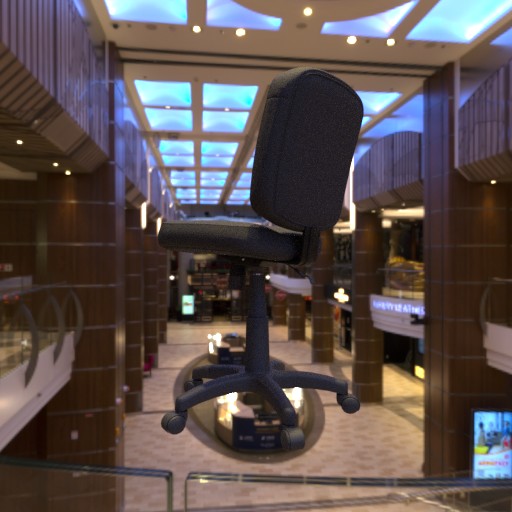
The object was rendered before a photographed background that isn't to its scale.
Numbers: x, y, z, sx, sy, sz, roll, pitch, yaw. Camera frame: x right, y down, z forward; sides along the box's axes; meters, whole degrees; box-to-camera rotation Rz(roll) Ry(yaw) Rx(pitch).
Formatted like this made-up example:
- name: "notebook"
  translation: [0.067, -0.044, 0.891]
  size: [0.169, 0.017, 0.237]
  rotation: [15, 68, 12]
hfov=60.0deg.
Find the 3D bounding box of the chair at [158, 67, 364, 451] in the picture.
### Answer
- name: "chair"
  translation: [0.000, 0.000, 1.391]
  size: [0.610, 0.972, 0.610]
  rotation: [0, 0, 37]
